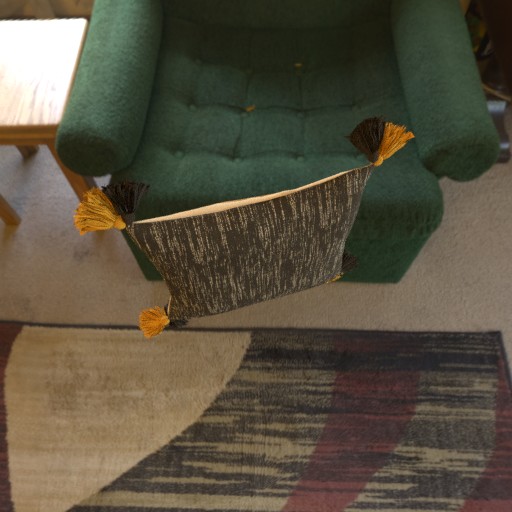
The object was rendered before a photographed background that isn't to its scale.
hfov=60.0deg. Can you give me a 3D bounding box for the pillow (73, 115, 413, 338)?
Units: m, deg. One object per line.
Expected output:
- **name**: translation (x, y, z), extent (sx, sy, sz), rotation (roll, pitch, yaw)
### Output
- **pillow**: translation (0.000, 0.000, 1.009), extent (0.654, 0.659, 0.139), rotation (-15, 63, -8)
